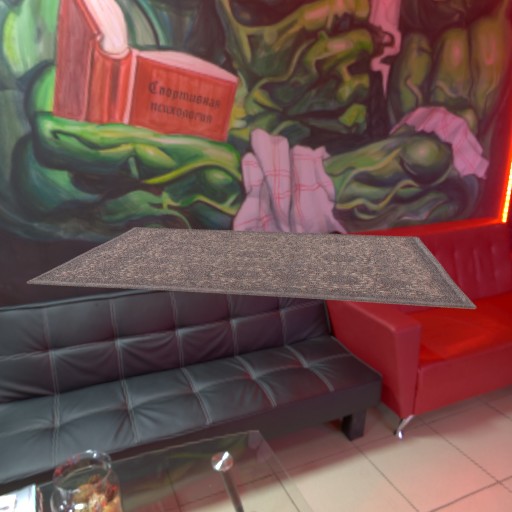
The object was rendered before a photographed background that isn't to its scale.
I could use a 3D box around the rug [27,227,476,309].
[{"bbox_3d":[0.000,0.000,3.143,2.498,0.022,1.535,2,16,8],"label":"rug"}]
